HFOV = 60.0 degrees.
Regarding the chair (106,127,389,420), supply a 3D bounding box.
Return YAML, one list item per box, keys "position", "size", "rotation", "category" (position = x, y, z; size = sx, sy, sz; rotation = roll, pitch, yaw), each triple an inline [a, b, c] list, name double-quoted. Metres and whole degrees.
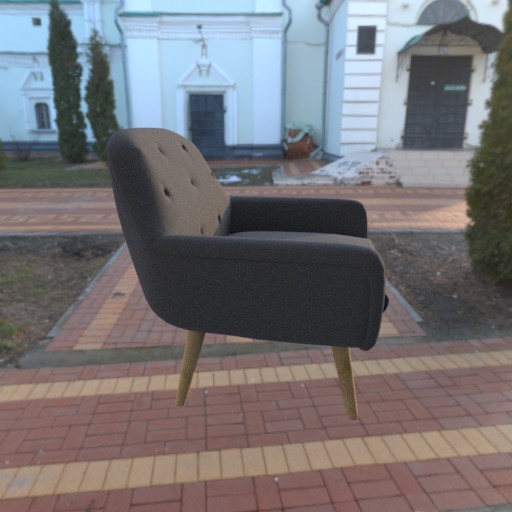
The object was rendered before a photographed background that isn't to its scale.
- position: [0.000, 0.000, 1.437]
  size: [0.779, 0.800, 0.770]
  rotation: [3, 16, 10]
  category: "chair"
